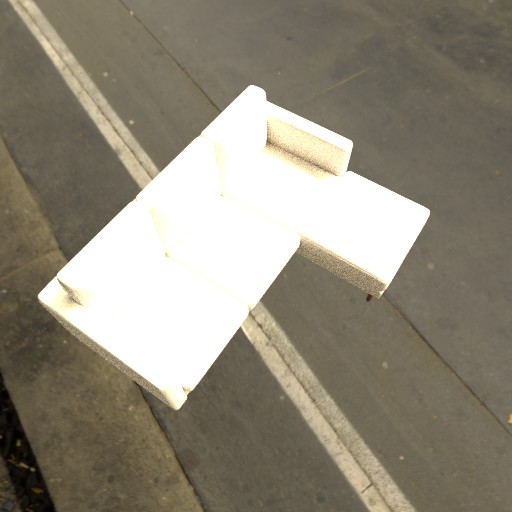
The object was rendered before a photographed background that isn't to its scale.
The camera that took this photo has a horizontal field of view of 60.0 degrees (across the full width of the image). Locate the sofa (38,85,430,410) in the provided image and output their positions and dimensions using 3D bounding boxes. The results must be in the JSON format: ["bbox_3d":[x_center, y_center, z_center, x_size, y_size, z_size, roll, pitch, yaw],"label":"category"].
[{"bbox_3d":[0.000,0.000,2.824,1.580,0.899,2.029,30,64,16],"label":"sofa"}]
